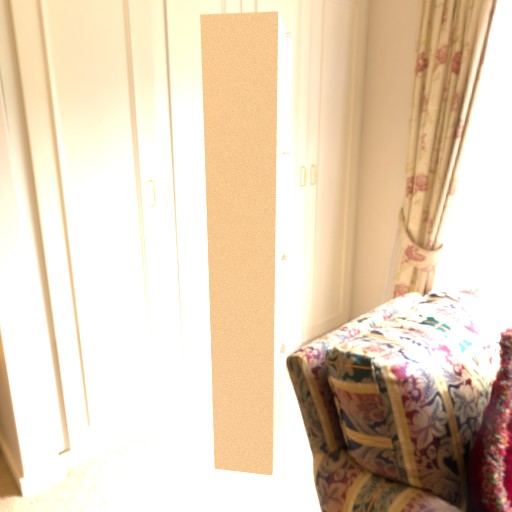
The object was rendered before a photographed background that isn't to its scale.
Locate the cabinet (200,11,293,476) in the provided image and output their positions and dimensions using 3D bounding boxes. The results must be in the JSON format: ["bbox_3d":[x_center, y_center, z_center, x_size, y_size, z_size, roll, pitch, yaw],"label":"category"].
[{"bbox_3d":[0.000,0.000,1.770,0.255,1.630,0.520,2,16,9],"label":"cabinet"}]
